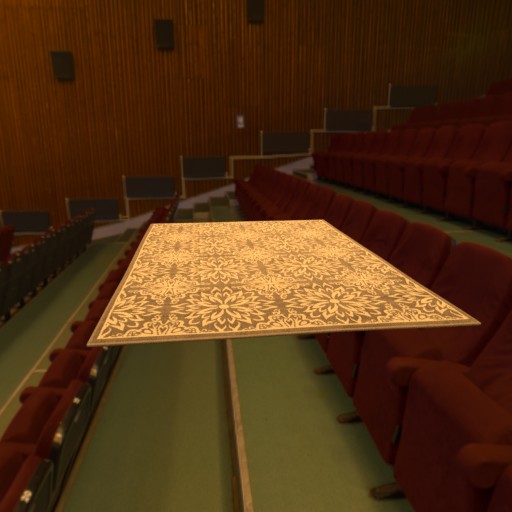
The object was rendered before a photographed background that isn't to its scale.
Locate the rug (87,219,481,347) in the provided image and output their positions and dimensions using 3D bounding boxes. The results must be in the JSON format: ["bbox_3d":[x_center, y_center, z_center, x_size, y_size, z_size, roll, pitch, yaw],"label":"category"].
[{"bbox_3d":[0.000,0.000,2.231,1.224,0.012,1.847,-2,15,-7],"label":"rug"}]
